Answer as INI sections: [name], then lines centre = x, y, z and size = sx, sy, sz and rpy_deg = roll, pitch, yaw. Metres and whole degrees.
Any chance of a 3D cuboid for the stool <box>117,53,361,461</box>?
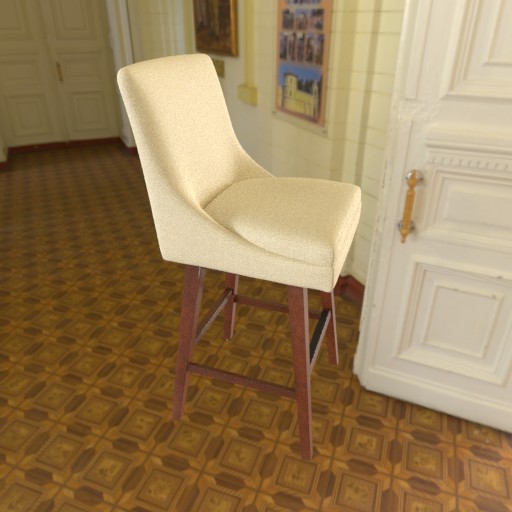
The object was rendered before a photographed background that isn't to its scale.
[stool]
centre = 0.000, 0.000, 1.354
size = 0.559, 1.097, 0.470
rpy_deg = 10, 30, 17
